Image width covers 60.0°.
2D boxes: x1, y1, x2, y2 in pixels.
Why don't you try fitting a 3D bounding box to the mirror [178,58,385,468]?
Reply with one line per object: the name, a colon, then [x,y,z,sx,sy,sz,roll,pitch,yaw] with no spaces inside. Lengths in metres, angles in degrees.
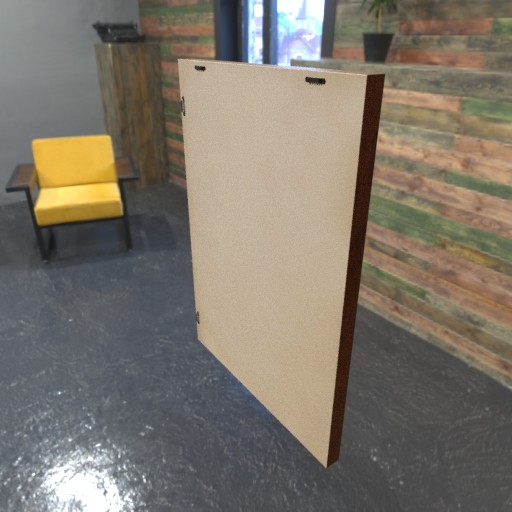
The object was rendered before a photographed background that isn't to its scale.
mirror: [0.000,0.000,0.895,0.039,0.711,0.508,-18,32,-32]
